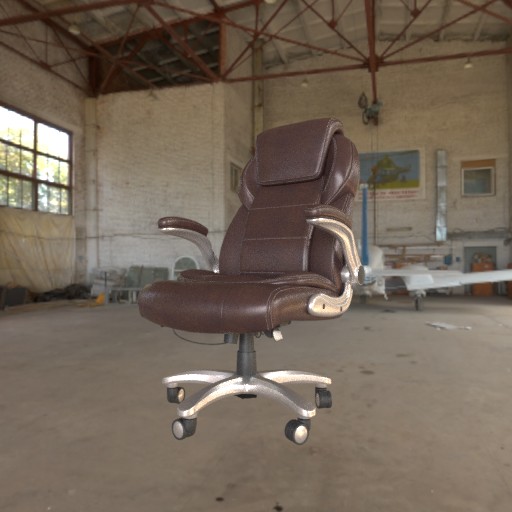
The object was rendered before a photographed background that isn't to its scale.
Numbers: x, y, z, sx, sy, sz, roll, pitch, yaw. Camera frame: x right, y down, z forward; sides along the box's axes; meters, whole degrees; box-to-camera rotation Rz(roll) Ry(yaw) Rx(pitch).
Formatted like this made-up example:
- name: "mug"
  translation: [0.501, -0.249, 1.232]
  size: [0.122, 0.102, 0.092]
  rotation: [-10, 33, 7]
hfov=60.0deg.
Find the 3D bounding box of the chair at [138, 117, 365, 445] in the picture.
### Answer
- name: "chair"
  translation: [0.000, 0.000, 1.674]
  size: [0.733, 1.160, 0.774]
  rotation: [-1, -1, 36]
